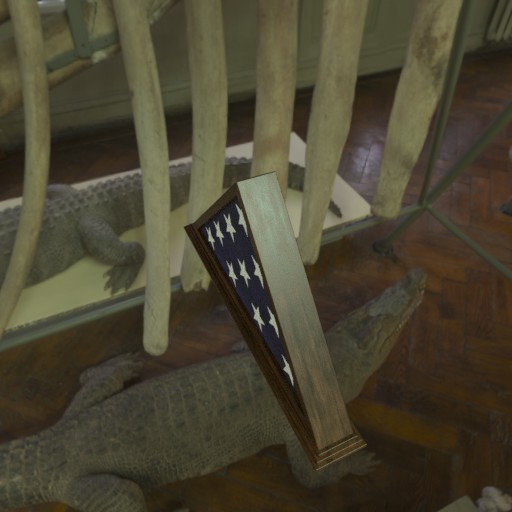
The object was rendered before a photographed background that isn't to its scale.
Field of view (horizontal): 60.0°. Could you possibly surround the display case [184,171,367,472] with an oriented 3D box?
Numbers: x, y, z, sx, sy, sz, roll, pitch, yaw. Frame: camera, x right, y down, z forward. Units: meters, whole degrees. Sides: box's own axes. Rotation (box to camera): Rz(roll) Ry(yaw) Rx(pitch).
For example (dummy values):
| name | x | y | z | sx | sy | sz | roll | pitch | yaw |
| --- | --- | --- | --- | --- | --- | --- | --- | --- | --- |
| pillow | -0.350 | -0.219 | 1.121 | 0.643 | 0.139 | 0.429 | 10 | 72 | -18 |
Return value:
| name | x | y | z | sx | sy | sz | roll | pitch | yaw |
| --- | --- | --- | --- | --- | --- | --- | --- | --- | --- |
| display case | 0.000 | 0.000 | 0.793 | 0.095 | 0.340 | 0.640 | -18 | 48 | -18 |
